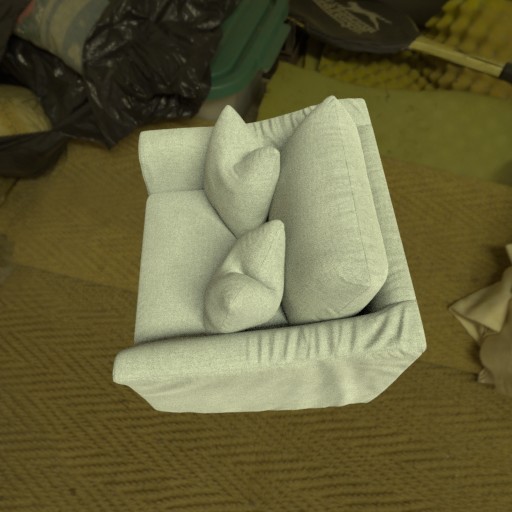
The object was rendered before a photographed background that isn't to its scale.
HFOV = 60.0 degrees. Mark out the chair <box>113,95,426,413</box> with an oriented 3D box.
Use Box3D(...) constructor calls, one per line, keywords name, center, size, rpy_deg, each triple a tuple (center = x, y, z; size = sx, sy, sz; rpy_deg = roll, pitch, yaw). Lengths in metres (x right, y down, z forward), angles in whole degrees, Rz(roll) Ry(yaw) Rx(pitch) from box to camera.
Box3D(name="chair", center=(0.000, 0.000, 2.001), size=(1.071, 1.059, 1.194), rpy_deg=(-3, 60, -1))
